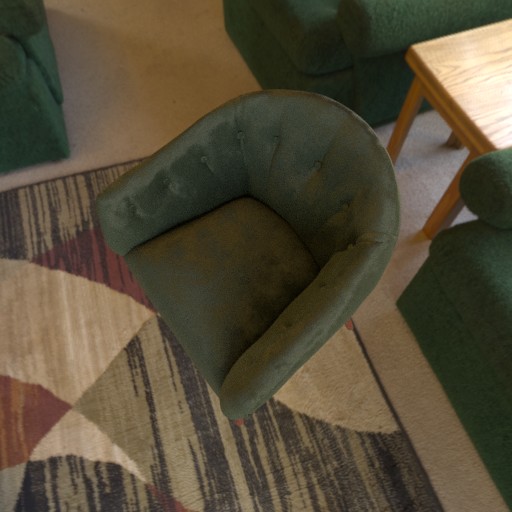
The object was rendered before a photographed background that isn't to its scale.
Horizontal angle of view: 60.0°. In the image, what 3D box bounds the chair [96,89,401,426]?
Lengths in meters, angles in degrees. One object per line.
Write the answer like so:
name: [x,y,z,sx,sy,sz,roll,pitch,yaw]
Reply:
chair: [0.000,0.000,1.530,0.776,0.885,0.851,-34,67,-17]
